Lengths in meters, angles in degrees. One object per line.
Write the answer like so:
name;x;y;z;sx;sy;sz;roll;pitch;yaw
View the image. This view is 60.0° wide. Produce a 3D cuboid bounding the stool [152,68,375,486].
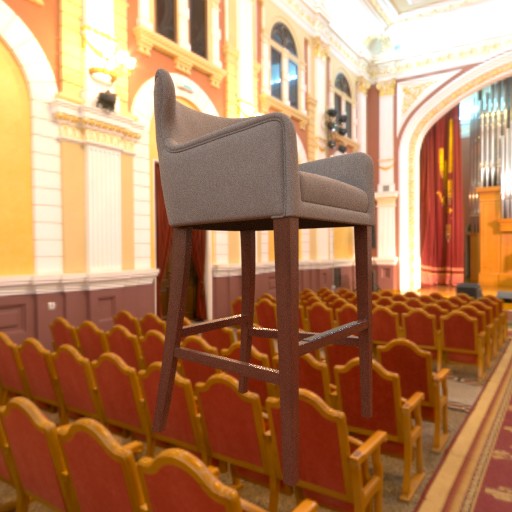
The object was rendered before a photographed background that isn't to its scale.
stool;0.000;0.000;1.383;0.575;1.047;0.575;1;1;34
